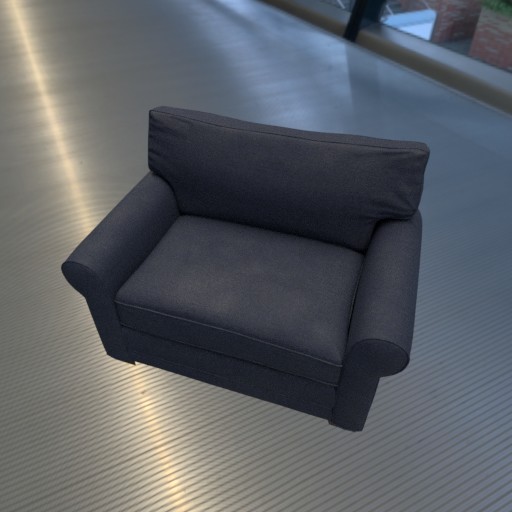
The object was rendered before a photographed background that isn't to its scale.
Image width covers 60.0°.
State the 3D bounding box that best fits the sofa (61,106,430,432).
[{"bbox_3d":[0.000,0.000,2.045,1.405,1.004,0.938,13,44,14],"label":"sofa"}]
